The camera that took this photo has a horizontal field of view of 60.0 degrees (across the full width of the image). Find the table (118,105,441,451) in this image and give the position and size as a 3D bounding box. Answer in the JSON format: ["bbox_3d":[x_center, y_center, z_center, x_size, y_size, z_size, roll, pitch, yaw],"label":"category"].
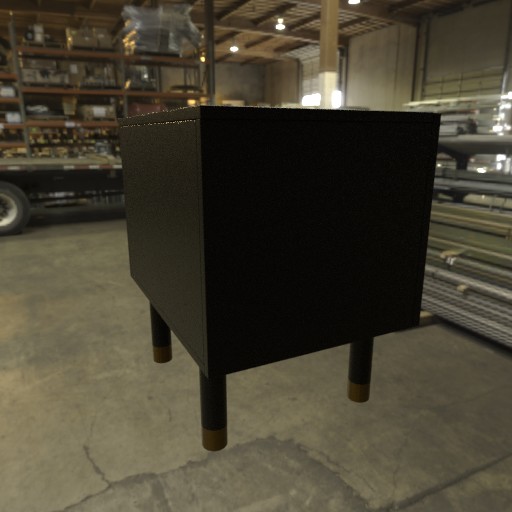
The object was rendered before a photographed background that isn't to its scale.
[{"bbox_3d":[0.000,0.000,0.971,0.441,0.584,0.564,-8,17,-26],"label":"table"}]
